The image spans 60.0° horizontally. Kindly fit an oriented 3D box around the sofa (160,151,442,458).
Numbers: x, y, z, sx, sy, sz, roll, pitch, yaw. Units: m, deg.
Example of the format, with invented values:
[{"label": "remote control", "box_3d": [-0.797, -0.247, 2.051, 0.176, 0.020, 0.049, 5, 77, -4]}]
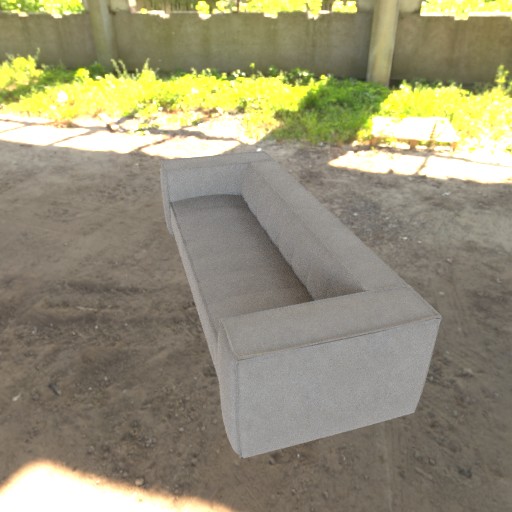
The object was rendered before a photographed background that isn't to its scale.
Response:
[{"label": "sofa", "box_3d": [0.000, 0.000, 3.131, 1.038, 0.680, 2.697, -9, 31, -14]}]
